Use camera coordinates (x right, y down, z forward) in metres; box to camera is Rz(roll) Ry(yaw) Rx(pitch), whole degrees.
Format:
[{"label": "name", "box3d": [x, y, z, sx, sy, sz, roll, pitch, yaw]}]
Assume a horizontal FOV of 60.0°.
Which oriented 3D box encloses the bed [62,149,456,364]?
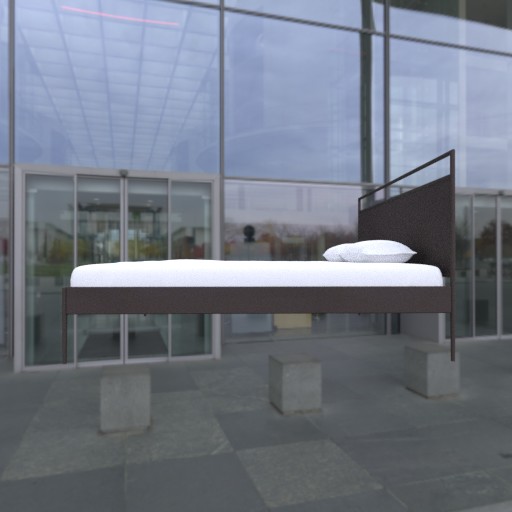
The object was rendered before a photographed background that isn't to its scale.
[{"label": "bed", "box3d": [0.000, 0.000, 3.409, 2.151, 1.173, 1.993, 0, 0, -2]}]
